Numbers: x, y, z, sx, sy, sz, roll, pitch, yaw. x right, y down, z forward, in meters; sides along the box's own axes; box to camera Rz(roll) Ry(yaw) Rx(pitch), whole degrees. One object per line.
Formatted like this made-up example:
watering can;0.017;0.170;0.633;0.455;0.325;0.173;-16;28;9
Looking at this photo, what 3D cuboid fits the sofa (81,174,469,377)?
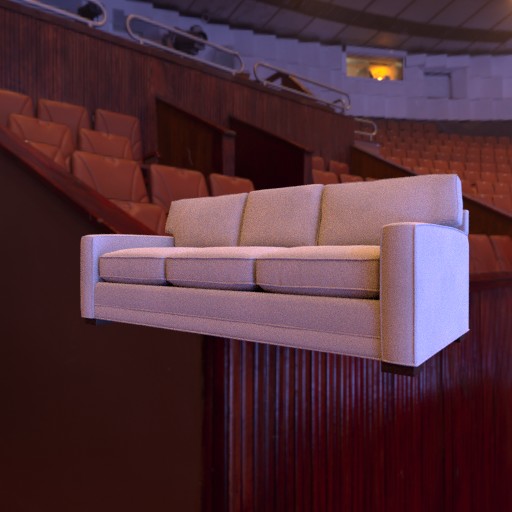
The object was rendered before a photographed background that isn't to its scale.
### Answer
sofa;0.000;0.000;2.556;2.088;0.862;0.935;0;1;36
